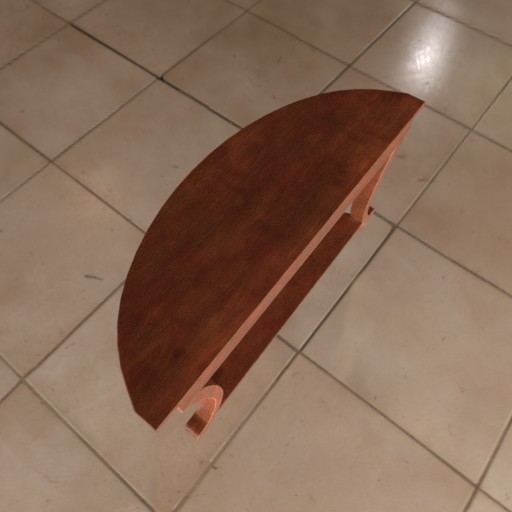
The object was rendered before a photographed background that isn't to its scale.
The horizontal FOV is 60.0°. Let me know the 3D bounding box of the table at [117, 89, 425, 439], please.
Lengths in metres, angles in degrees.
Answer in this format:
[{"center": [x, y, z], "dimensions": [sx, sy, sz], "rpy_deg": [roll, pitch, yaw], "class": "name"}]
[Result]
[{"center": [0.000, 0.000, 1.508], "dimensions": [0.394, 0.699, 1.198], "rpy_deg": [34, 68, 16], "class": "table"}]
